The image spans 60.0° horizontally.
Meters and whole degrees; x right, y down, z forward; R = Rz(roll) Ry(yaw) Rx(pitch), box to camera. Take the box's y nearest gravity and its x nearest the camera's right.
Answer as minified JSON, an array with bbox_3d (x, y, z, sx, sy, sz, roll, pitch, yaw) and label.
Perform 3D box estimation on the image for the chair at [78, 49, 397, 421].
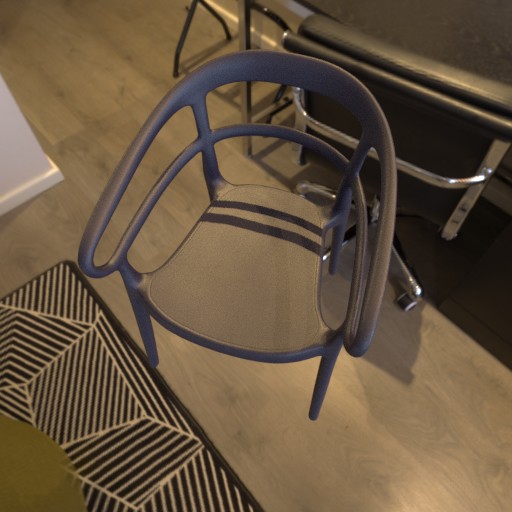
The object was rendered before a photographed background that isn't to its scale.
[{"bbox_3d":[0.000,0.000,1.093,0.559,0.761,0.527,15,60,9],"label":"chair"}]
